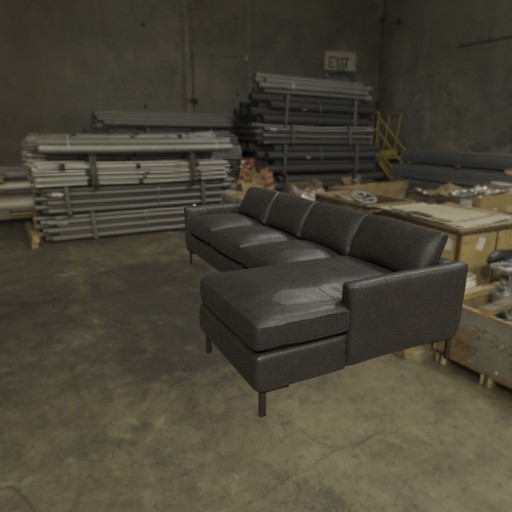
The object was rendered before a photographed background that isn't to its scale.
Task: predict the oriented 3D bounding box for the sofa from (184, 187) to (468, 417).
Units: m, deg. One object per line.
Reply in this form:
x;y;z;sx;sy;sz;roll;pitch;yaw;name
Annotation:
0.000;0.000;3.755;1.471;0.859;2.993;-8;17;-25;sofa
